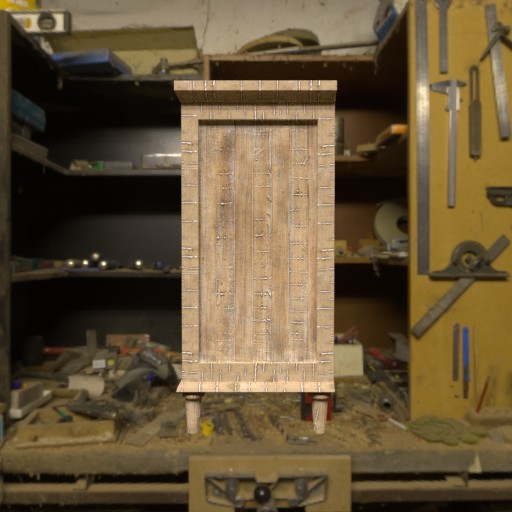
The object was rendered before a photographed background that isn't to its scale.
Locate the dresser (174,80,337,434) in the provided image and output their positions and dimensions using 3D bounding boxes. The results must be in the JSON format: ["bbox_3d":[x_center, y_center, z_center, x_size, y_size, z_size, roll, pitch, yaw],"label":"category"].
[{"bbox_3d":[0.000,0.000,2.066,0.457,1.016,1.626,0,1,0],"label":"dresser"}]
